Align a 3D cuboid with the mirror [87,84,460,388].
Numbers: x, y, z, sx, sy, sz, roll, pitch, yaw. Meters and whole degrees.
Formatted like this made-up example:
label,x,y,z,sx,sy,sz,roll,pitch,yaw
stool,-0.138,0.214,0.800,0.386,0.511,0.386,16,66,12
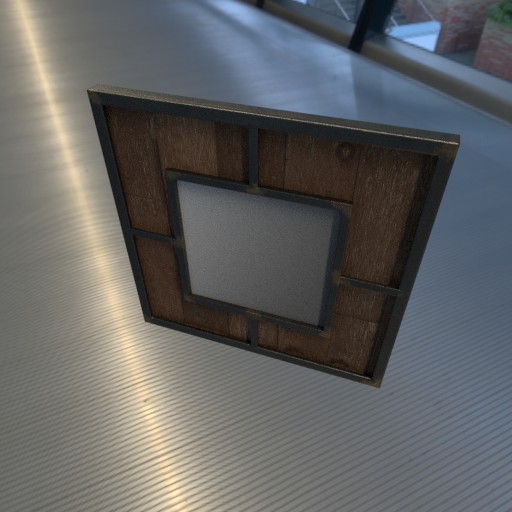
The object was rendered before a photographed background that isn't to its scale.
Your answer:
label,x,y,z,sx,sy,sz,roll,pitch,yaw
mirror,0.000,0.000,0.562,0.382,0.381,0.020,13,43,14
